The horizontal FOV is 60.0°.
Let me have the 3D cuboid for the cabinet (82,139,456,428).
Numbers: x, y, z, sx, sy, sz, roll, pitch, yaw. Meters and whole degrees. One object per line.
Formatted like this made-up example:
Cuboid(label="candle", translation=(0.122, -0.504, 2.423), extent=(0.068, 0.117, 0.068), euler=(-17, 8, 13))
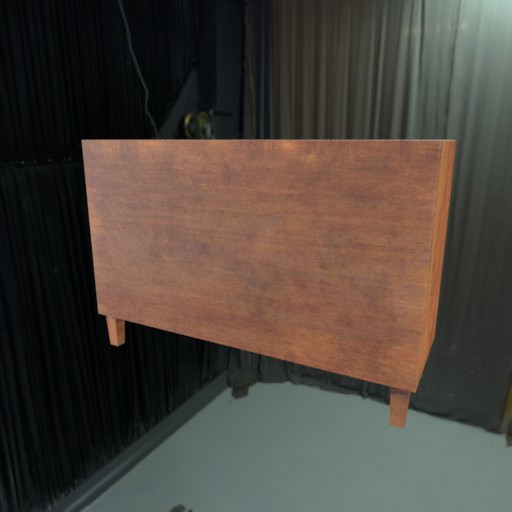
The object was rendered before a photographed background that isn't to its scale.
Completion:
Cuboid(label="cabinet", translation=(0.000, 0.000, 1.589), extent=(1.204, 0.805, 0.403), euler=(8, 17, 27))
